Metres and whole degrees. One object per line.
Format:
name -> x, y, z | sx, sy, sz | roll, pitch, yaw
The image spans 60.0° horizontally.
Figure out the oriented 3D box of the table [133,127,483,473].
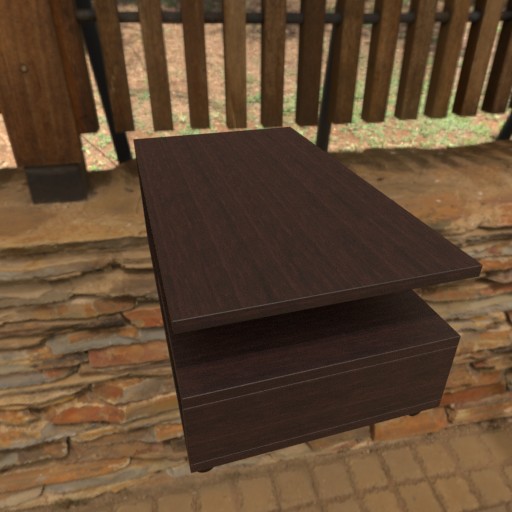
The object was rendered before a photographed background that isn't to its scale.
table -> 0.000, 0.000, 1.321 | 0.590, 0.460, 1.050 | -9, 32, -14
